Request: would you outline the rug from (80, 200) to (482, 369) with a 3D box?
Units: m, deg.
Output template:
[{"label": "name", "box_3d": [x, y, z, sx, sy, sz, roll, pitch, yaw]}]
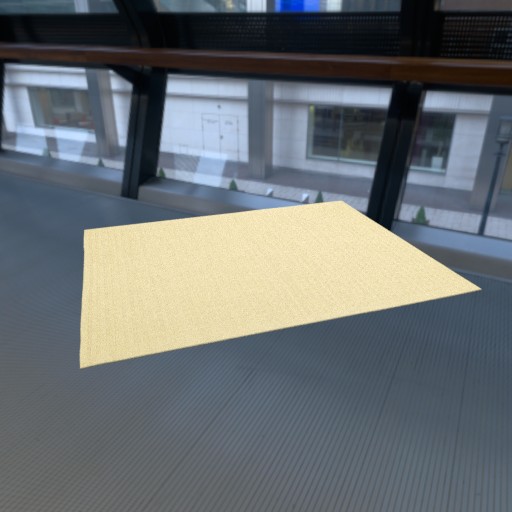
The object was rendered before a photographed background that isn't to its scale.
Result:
[{"label": "rug", "box_3d": [0.000, 0.000, 4.329, 3.204, 0.016, 2.452, -8, 27, -16]}]
